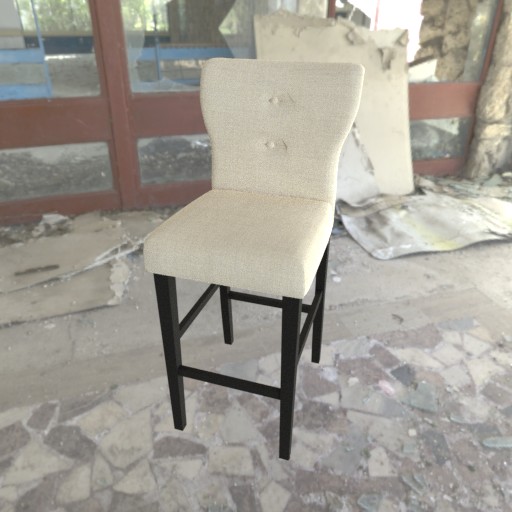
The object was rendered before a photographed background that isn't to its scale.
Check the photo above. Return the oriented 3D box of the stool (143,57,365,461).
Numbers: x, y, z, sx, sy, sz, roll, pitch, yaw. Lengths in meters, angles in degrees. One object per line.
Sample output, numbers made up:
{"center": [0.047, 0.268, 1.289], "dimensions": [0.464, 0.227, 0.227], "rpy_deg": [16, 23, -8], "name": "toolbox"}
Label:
{"center": [0.000, 0.000, 1.426], "dimensions": [0.516, 1.124, 0.603], "rpy_deg": [9, 29, 16], "name": "stool"}
